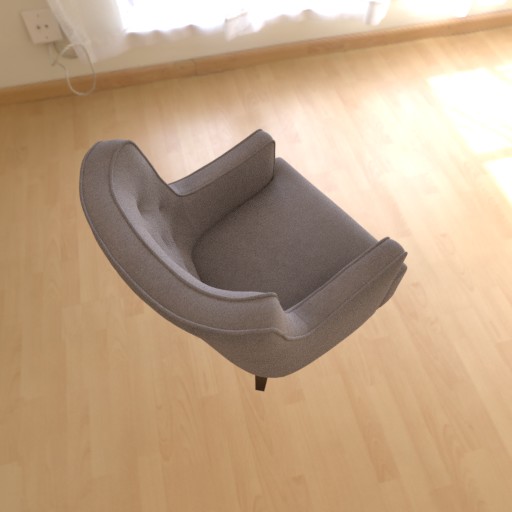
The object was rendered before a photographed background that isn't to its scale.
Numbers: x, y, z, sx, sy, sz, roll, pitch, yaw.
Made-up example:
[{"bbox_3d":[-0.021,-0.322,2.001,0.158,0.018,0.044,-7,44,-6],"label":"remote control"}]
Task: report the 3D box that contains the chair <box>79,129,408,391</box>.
[{"bbox_3d":[0.000,0.000,1.596,0.910,0.919,0.781,-35,64,-20],"label":"chair"}]
